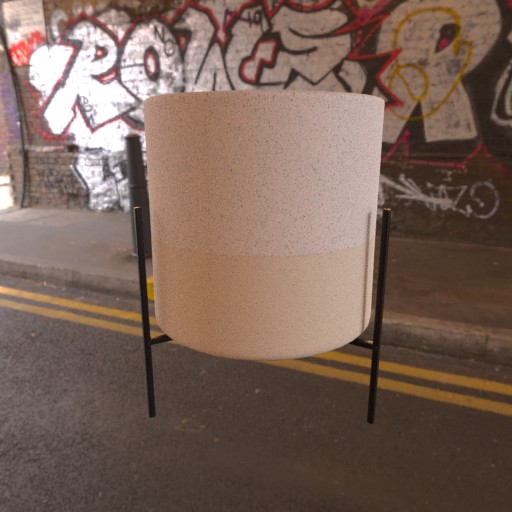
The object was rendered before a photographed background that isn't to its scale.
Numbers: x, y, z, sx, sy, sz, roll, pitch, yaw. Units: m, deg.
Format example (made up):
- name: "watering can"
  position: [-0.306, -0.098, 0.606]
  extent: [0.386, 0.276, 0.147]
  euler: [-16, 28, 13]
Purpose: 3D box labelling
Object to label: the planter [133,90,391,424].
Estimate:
- name: "planter"
  position: [0.000, 0.000, 0.636]
  extent: [0.335, 0.423, 0.313]
  euler: [-8, 17, -27]
